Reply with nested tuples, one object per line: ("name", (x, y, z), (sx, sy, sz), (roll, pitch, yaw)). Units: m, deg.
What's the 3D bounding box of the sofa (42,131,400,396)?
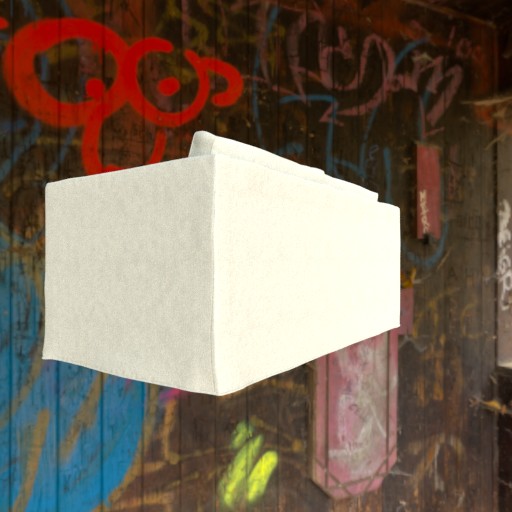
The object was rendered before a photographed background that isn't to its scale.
("sofa", (0.000, 0.000, 2.223), (0.944, 0.830, 1.727), (0, 0, 35))
